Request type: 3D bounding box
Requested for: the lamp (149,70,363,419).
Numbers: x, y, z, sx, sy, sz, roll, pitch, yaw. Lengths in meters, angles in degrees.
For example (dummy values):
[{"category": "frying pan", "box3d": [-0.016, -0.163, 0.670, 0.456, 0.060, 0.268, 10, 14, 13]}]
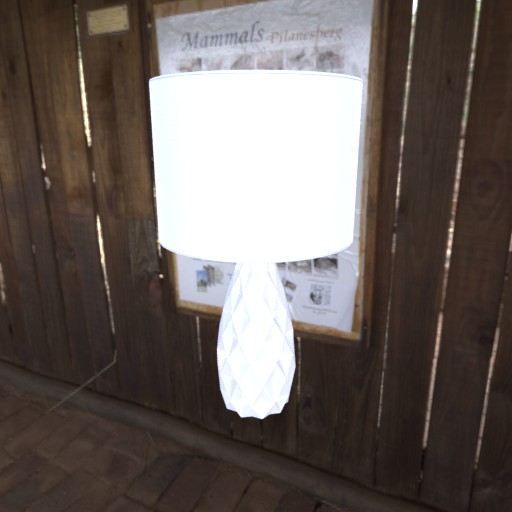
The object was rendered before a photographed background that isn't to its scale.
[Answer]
[{"category": "lamp", "box3d": [0.000, 0.000, 0.703, 0.297, 0.522, 0.297, 0, 16, 0]}]
